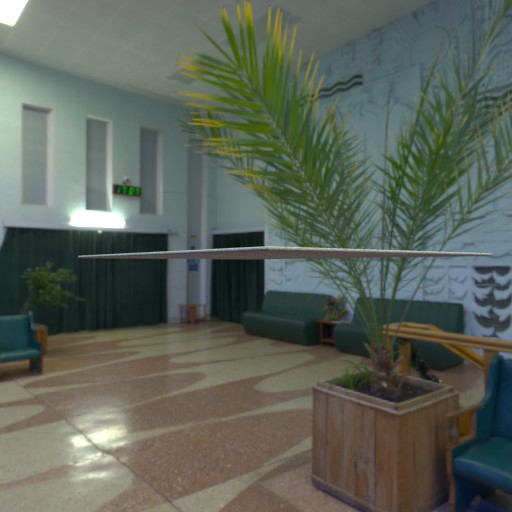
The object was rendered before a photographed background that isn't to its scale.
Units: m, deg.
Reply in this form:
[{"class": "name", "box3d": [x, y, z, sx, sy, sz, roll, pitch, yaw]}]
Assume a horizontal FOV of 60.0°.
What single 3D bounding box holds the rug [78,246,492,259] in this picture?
[{"class": "rug", "box3d": [0.000, 0.000, 2.732, 1.526, 0.015, 2.132, 1, -1, -37]}]
